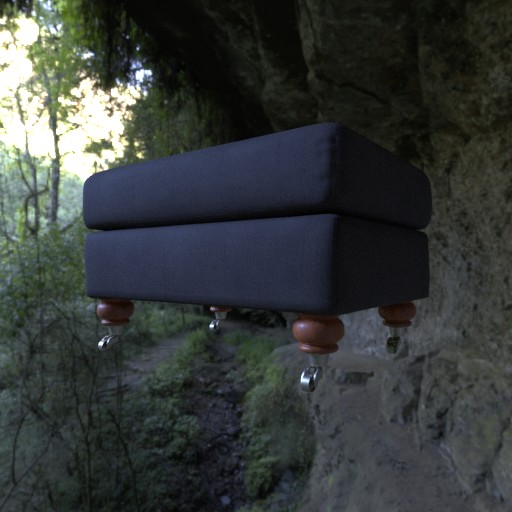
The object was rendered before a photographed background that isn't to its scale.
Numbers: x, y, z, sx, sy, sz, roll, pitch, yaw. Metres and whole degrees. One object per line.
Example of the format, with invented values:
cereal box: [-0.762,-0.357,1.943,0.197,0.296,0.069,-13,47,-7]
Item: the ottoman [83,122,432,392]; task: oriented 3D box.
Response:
ottoman: [0.000,0.000,1.163,0.773,0.497,0.574,-1,-1,37]
